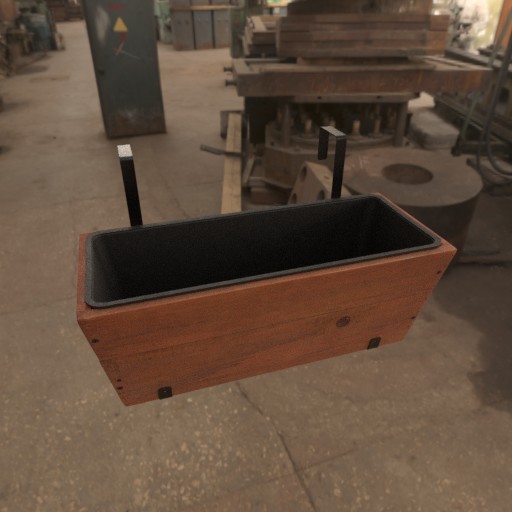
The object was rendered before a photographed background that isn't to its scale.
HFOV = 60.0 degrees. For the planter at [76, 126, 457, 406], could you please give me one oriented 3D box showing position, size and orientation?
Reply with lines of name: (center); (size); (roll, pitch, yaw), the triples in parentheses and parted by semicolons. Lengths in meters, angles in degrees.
planter: (0.000, 0.000, 0.655); (0.480, 0.289, 0.262); (-9, 33, -15)
